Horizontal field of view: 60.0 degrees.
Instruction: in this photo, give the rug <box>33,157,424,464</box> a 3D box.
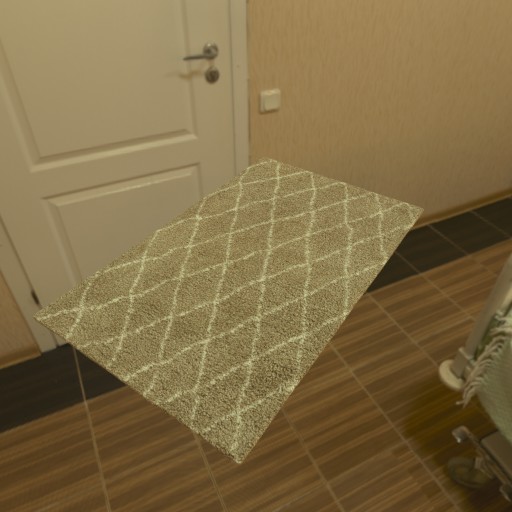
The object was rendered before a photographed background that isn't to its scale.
[{"bbox_3d":[0.000,0.000,3.047,1.524,0.030,2.438,24,46,26],"label":"rug"}]
